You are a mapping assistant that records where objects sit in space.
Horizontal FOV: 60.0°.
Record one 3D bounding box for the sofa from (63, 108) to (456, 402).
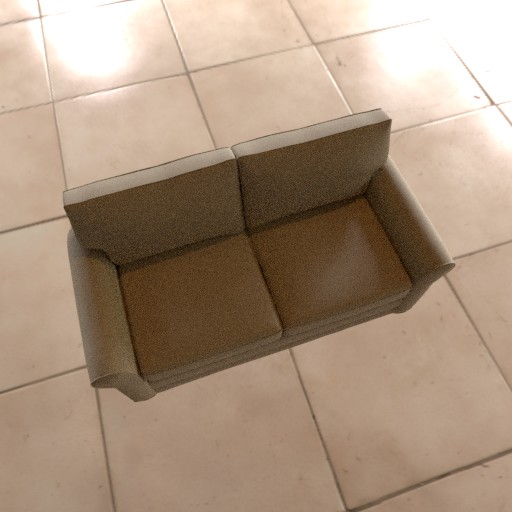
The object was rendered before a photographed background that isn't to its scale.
[{"bbox_3d":[0.000,0.000,2.274,1.774,0.933,0.861,-17,64,-9],"label":"sofa"}]
